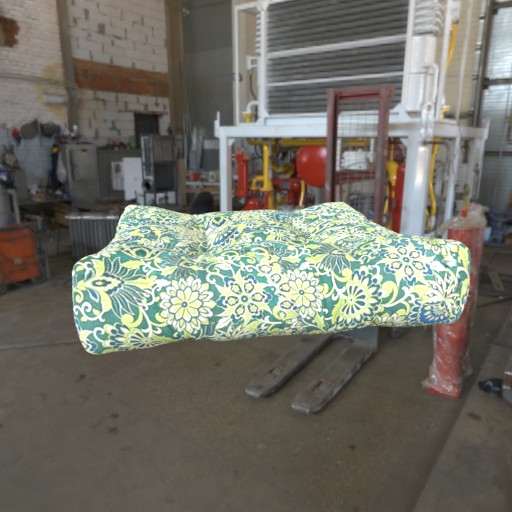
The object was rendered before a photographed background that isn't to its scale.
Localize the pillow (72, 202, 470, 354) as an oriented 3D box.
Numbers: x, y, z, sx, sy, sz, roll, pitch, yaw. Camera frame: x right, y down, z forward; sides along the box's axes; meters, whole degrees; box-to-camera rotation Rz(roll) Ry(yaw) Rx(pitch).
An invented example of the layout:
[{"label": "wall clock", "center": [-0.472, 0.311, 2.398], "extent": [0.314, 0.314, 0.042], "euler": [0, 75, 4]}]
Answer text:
[{"label": "pillow", "center": [0.000, 0.000, 0.738], "extent": [0.490, 0.128, 0.468], "euler": [-2, 15, -9]}]
